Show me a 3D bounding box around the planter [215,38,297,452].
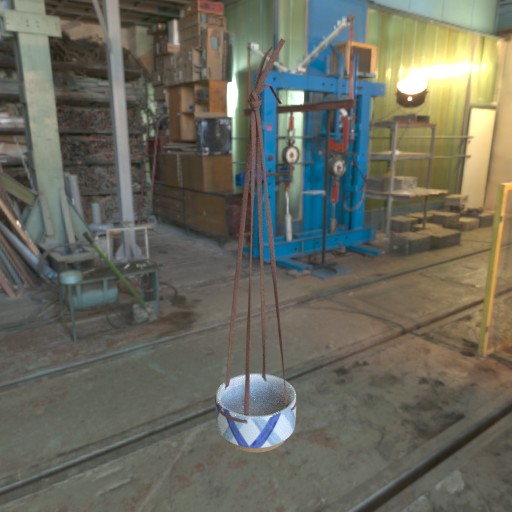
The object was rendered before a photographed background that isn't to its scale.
[{"bbox_3d":[0.000,0.000,0.823,0.166,0.751,0.166,2,15,8],"label":"planter"}]
